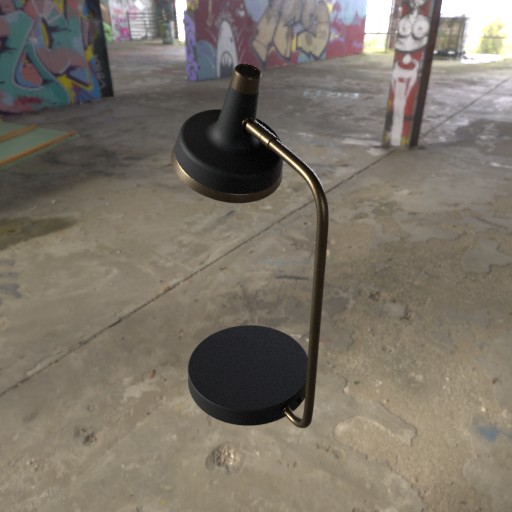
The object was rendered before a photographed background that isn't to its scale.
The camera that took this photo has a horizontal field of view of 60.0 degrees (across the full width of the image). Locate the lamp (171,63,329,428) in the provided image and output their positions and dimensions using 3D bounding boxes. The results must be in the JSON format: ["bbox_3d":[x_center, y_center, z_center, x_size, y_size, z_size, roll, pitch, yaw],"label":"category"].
[{"bbox_3d":[0.000,0.000,0.485,0.162,0.385,0.218,-18,34,-29],"label":"lamp"}]
